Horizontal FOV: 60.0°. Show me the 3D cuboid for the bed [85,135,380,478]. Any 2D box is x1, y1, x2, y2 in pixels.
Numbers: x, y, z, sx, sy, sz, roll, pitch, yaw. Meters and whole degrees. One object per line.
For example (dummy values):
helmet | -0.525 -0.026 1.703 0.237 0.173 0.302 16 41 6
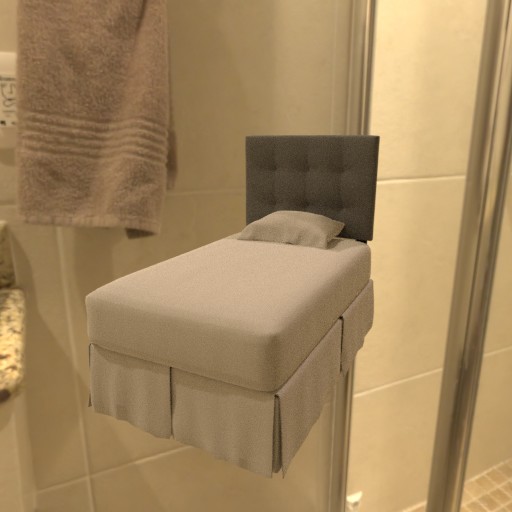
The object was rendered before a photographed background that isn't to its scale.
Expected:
bed | 0.000 0.000 2.971 1.261 1.571 1.997 7 17 26
